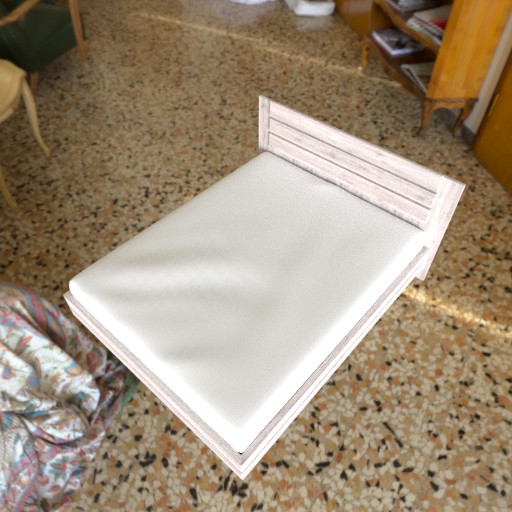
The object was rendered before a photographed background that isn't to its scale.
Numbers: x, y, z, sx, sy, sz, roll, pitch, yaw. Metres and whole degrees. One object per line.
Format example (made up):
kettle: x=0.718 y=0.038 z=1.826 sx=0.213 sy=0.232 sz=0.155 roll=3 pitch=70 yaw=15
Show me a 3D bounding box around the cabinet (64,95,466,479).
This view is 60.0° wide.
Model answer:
cabinet: x=0.000 y=0.000 z=3.055 sx=1.750 sy=0.970 sz=2.080 roll=33 pitch=56 yaw=27
